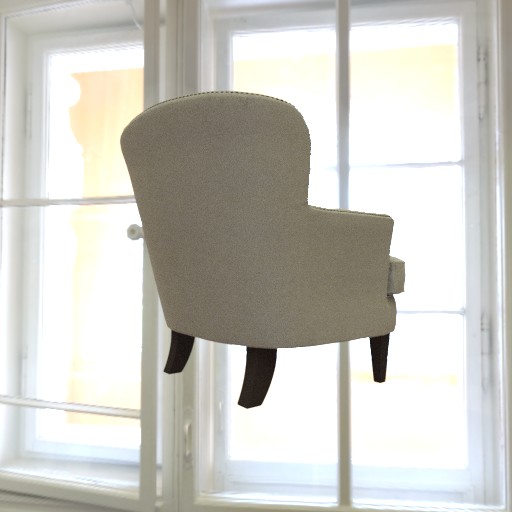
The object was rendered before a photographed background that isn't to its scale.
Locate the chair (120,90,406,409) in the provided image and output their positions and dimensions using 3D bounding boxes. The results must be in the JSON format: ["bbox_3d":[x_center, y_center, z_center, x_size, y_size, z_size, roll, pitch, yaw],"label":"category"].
[{"bbox_3d":[0.000,0.000,1.596,0.906,0.868,0.848,1,-1,-37],"label":"chair"}]
